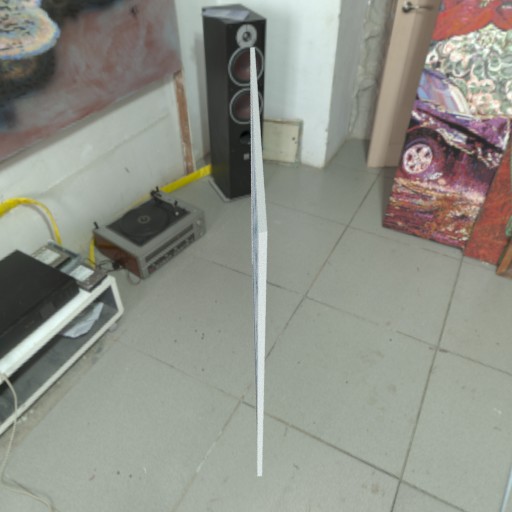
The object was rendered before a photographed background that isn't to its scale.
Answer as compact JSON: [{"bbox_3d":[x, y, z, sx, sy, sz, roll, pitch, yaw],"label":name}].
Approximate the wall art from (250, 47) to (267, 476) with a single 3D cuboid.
[{"bbox_3d":[0.000,0.000,0.666,0.007,0.456,0.456,-1,42,-1],"label":"wall art"}]
